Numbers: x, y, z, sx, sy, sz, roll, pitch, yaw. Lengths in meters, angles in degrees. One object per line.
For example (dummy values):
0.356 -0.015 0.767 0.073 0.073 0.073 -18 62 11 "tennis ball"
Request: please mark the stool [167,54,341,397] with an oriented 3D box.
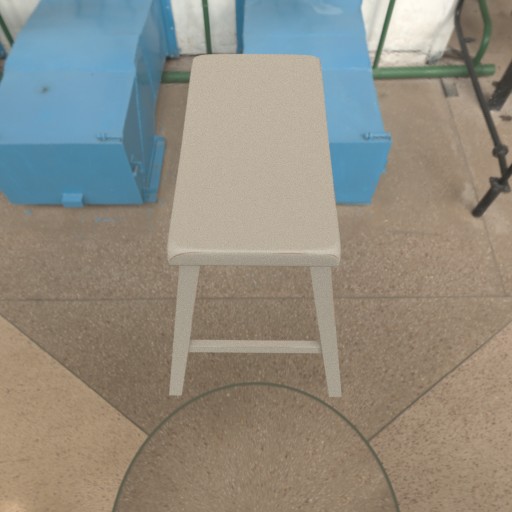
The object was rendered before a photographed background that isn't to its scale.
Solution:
0.000 0.000 1.032 0.476 0.737 0.457 0 58 0 "stool"
